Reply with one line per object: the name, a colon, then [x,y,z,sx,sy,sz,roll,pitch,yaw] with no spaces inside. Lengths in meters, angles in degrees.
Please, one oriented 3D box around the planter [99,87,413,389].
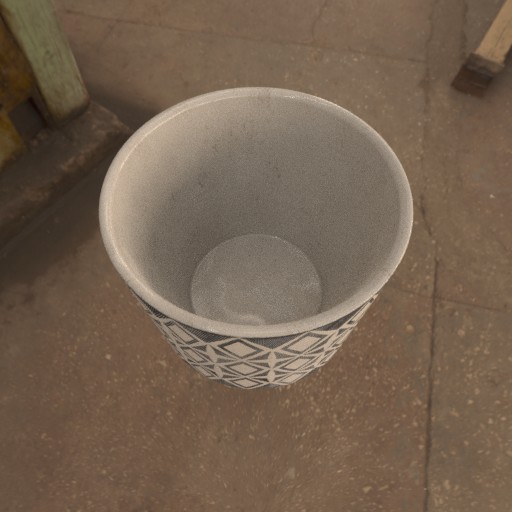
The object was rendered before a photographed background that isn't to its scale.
planter: [0.000,0.000,0.466,0.260,0.220,0.260,0,59,0]
